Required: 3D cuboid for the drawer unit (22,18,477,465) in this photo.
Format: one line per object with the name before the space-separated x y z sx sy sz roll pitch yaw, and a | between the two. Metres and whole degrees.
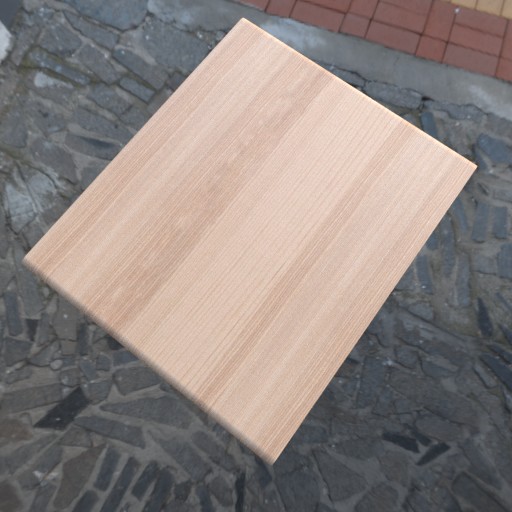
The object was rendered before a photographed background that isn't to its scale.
drawer unit | 0.000 0.000 0.590 0.290 0.344 0.344 36 79 9
